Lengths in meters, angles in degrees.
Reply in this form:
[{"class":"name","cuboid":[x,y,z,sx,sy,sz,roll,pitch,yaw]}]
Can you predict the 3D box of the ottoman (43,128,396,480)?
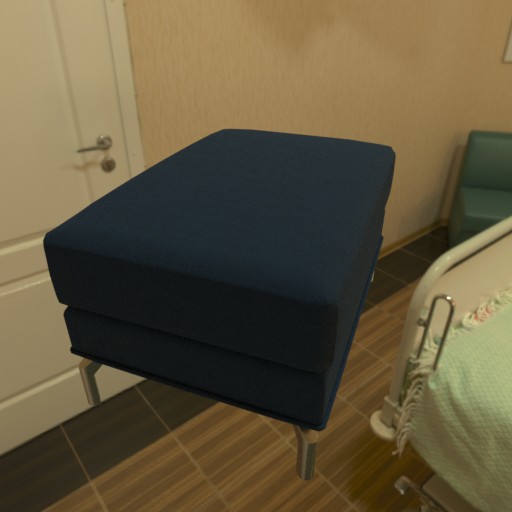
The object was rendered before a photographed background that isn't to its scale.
[{"class":"ottoman","cuboid":[0.000,0.000,1.177,0.587,0.498,0.835,11,32,18]}]
